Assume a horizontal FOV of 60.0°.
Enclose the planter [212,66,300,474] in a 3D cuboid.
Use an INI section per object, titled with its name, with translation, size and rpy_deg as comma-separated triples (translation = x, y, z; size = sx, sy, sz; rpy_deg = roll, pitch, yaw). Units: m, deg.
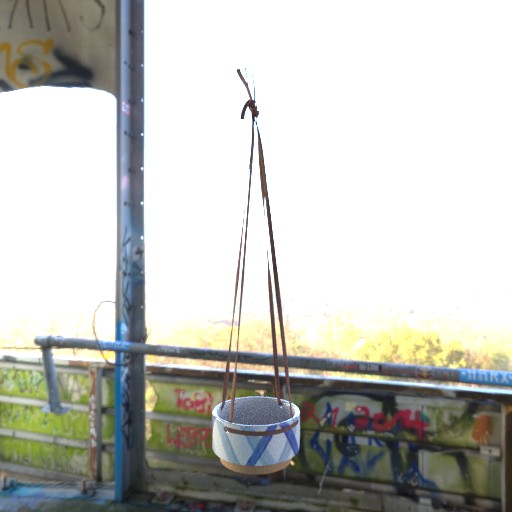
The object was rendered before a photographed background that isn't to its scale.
[planter]
translation = 0.000, 0.000, 0.828
size = 0.166, 0.751, 0.166
rpy_deg = 0, 0, 18
